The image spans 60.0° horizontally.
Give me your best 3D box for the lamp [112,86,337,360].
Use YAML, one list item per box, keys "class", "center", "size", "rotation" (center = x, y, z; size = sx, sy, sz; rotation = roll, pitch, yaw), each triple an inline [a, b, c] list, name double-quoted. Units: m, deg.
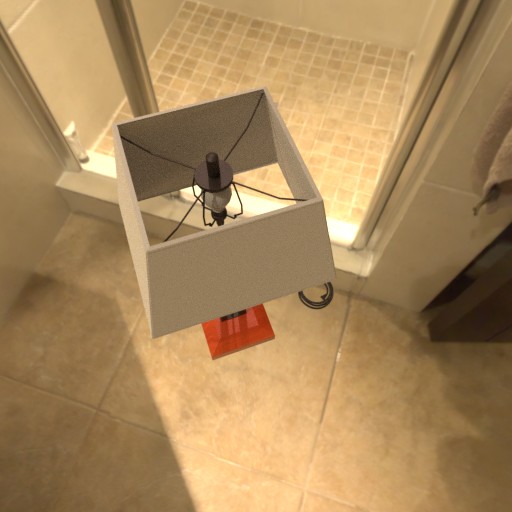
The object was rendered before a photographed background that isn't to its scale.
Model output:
- class: "lamp"
  center: [0.000, 0.000, 0.995]
  size: [0.498, 0.737, 0.310]
  rotation: [-17, 64, -8]
